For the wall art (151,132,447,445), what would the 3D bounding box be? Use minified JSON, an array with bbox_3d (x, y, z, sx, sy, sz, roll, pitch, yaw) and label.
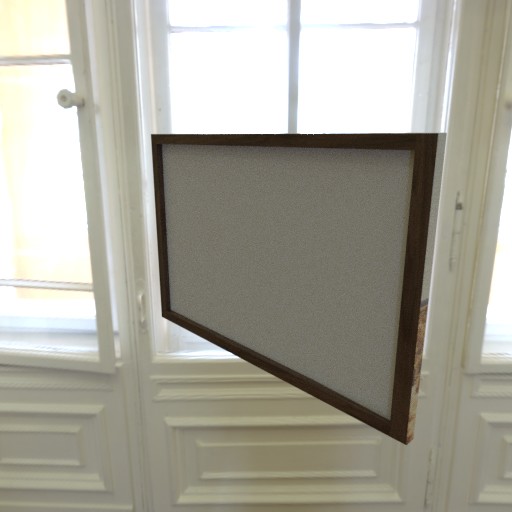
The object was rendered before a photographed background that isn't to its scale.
[{"bbox_3d":[0.000,0.000,1.906,0.051,1.016,1.520,-14,21,-42],"label":"wall art"}]
